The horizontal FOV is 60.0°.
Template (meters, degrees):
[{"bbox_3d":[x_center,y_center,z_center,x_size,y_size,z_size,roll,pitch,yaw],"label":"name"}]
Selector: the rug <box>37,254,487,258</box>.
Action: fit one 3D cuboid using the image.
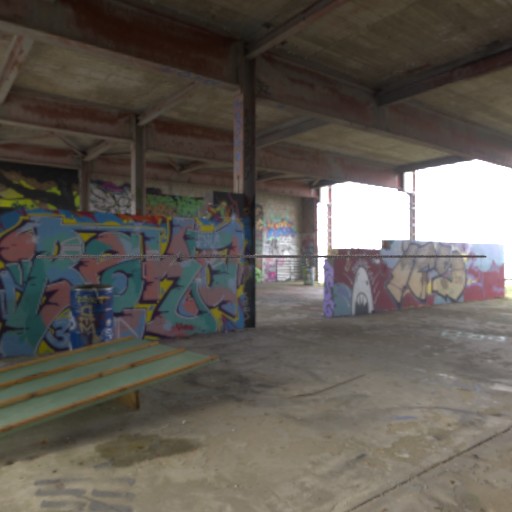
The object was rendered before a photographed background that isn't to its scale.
[{"bbox_3d":[0.000,0.000,1.057,0.867,0.007,0.515,0,0,-17],"label":"rug"}]
